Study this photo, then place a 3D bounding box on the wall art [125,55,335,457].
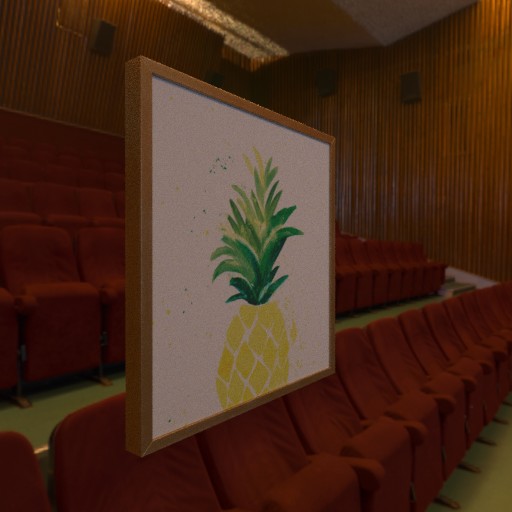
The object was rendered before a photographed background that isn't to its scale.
[{"bbox_3d":[0.000,0.000,0.771,0.033,0.509,0.510,0,0,38],"label":"wall art"}]
